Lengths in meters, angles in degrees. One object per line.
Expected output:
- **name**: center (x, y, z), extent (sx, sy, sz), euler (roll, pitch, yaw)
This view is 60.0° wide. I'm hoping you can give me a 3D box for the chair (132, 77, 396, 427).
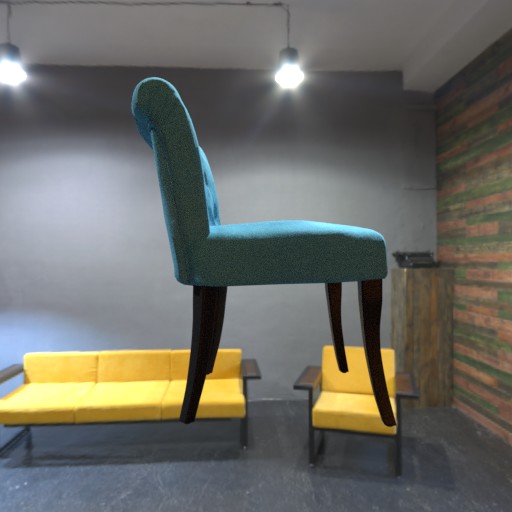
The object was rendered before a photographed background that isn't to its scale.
- **chair**: center (0.000, 0.000, 1.201), extent (0.605, 0.750, 0.582), euler (0, -1, -1)
